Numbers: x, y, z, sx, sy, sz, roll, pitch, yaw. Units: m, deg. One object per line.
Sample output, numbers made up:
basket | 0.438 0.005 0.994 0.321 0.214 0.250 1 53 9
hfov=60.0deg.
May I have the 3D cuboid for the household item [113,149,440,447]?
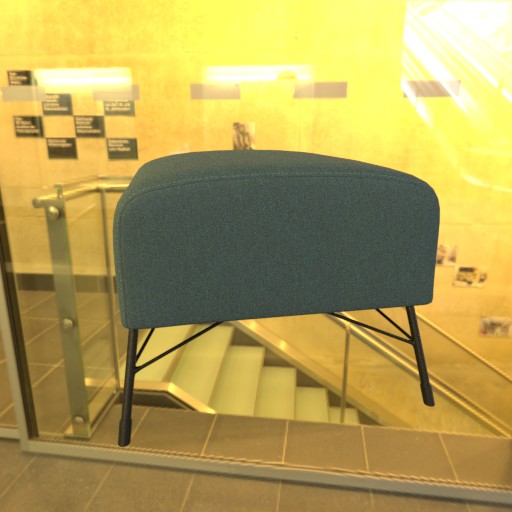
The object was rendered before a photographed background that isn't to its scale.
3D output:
household item | 0.000 0.000 0.906 0.530 0.420 0.530 -3 16 -11
